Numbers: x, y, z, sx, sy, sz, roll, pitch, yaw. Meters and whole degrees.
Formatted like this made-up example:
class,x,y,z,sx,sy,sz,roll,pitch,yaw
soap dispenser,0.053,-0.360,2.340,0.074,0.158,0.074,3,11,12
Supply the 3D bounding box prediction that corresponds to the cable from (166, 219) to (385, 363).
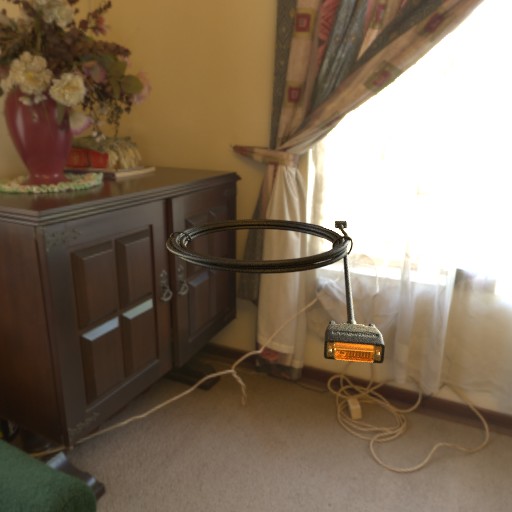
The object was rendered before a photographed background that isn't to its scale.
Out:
class,x,y,z,sx,sy,sz,roll,pitch,yaw
cable,0.000,0.000,0.531,0.257,0.030,0.422,3,17,9
